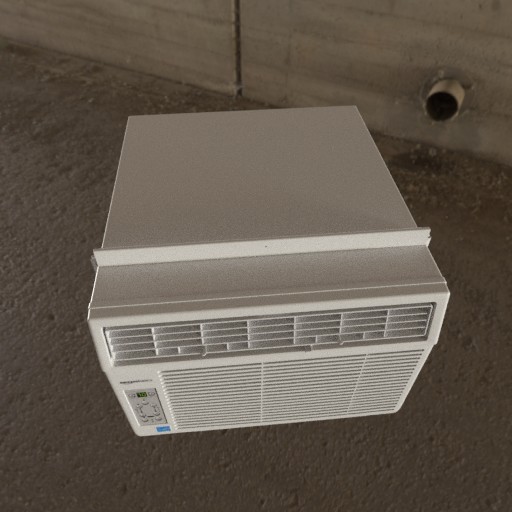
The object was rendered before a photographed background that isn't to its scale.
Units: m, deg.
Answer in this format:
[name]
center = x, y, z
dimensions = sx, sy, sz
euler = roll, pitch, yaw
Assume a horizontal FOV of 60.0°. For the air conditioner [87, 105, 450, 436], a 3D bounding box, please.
[air conditioner]
center = 0.000, 0.000, 0.870
dimensions = 0.503, 0.388, 0.546
euler = -4, 46, -4
